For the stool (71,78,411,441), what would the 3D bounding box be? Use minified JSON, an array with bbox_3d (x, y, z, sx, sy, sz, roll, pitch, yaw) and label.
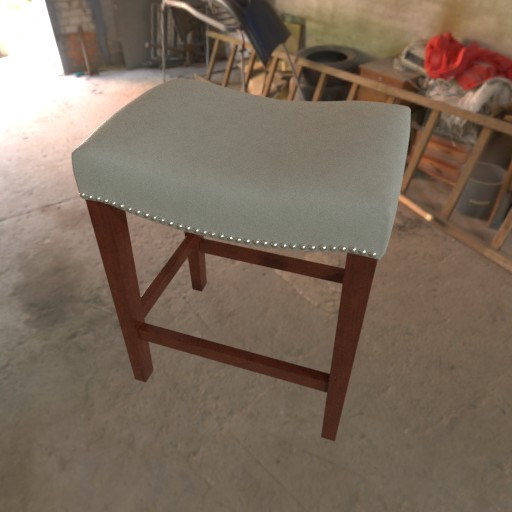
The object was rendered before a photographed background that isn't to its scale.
[{"bbox_3d":[0.000,0.000,0.948,0.509,0.632,0.375,12,42,14],"label":"stool"}]
